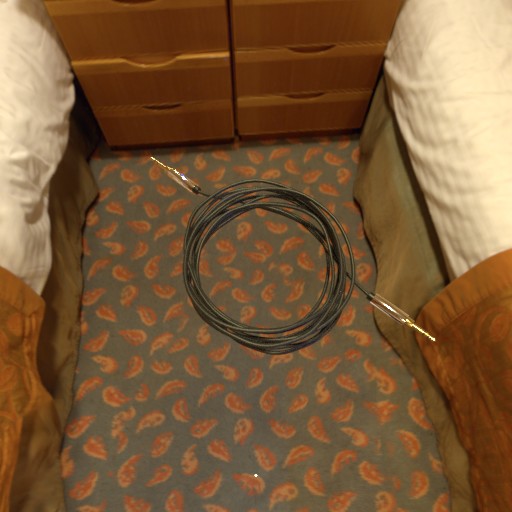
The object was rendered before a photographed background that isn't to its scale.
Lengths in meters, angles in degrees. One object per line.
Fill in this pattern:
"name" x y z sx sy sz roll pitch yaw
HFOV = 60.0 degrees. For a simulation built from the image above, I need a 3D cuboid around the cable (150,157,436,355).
"cable" 0.000 0.000 0.516 0.432 0.069 0.198 36 69 16
